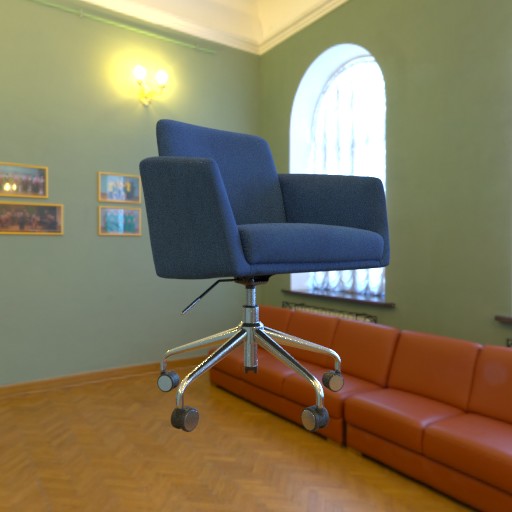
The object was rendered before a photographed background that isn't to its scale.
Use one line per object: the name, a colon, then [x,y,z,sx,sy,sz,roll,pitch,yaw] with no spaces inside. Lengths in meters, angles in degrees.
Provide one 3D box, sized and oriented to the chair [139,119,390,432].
chair: [0.000,0.000,1.374,0.641,0.908,0.635,-1,1,-36]
